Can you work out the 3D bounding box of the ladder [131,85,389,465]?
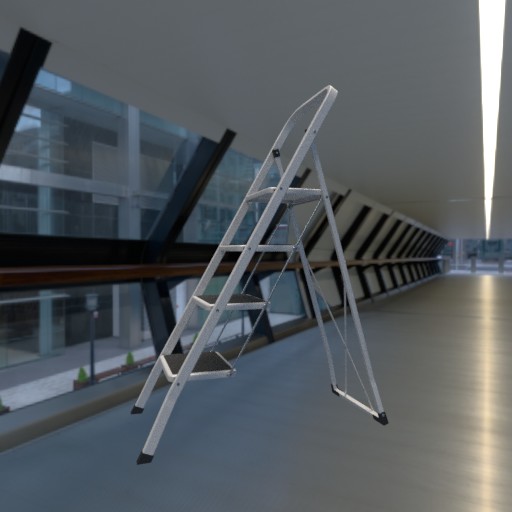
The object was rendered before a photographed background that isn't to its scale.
[{"bbox_3d":[0.000,0.000,1.702,0.914,1.265,0.460,0,1,-18],"label":"ladder"}]
